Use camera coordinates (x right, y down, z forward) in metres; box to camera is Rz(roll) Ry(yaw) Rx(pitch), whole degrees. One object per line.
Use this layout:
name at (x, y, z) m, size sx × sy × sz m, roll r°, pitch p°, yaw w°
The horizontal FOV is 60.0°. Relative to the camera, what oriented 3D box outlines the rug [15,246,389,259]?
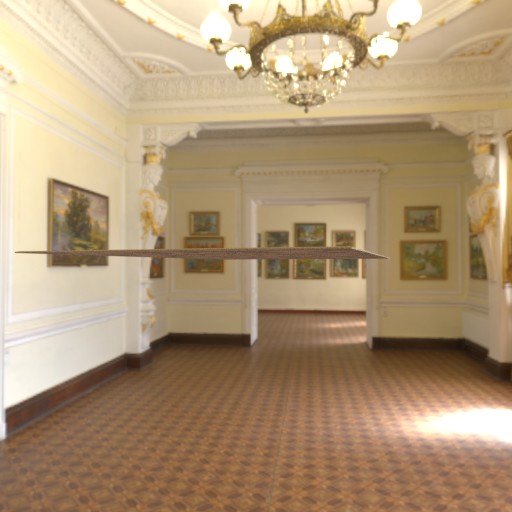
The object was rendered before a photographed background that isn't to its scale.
rug at (0.000, 0.000, 2.816) m, size 1.522 × 0.008 × 2.284 m, roll 0°, pitch -1°, yaw 20°
